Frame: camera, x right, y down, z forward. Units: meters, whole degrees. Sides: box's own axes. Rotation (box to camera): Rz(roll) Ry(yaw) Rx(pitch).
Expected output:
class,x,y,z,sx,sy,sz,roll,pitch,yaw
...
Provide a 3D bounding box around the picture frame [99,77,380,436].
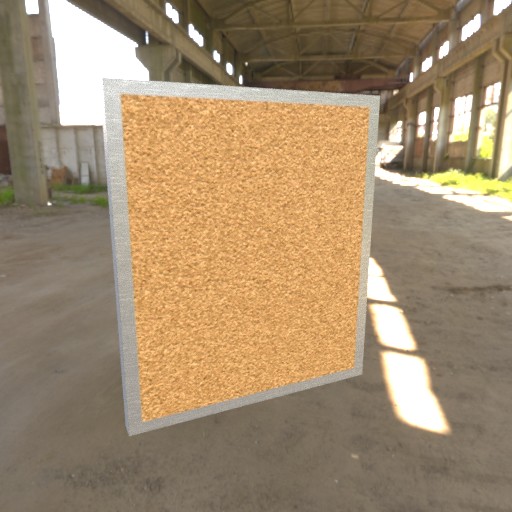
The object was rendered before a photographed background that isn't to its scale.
class,x,y,z,sx,sy,sz,roll,pitch,yaw
picture frame,0.000,0.000,0.533,0.327,0.378,0.027,-6,15,-25
